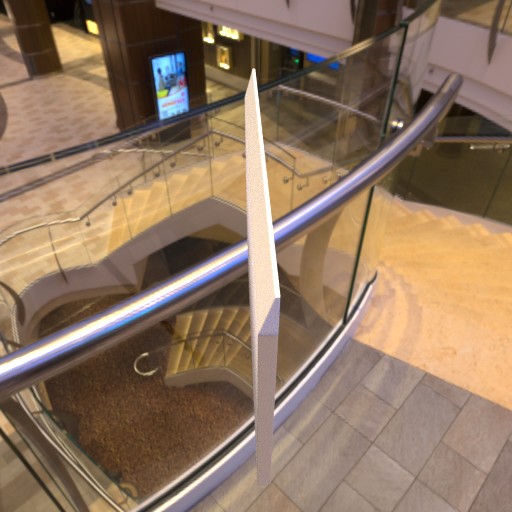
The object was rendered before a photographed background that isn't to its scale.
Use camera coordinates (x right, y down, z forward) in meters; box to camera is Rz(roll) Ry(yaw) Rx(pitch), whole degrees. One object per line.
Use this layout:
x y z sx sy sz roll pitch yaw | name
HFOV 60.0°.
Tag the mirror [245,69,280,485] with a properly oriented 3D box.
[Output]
0.000 0.000 1.128 0.030 0.630 0.870 -2 42 -2 | mirror
